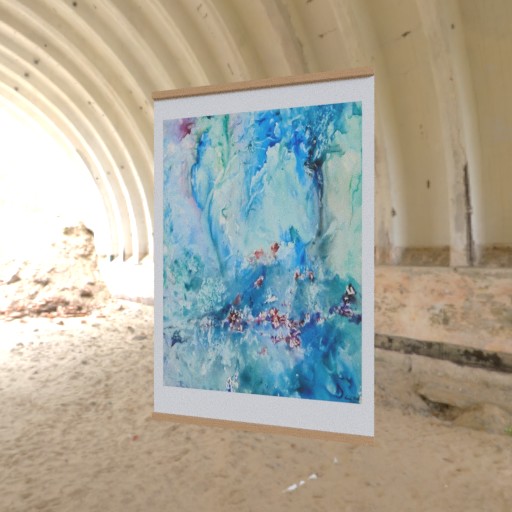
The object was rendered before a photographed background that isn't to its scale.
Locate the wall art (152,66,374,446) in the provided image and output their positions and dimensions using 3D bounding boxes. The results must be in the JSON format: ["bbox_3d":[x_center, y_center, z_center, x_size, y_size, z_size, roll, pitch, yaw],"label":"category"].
[{"bbox_3d":[0.000,0.000,1.922,0.991,1.510,0.040,0,0,17],"label":"wall art"}]
